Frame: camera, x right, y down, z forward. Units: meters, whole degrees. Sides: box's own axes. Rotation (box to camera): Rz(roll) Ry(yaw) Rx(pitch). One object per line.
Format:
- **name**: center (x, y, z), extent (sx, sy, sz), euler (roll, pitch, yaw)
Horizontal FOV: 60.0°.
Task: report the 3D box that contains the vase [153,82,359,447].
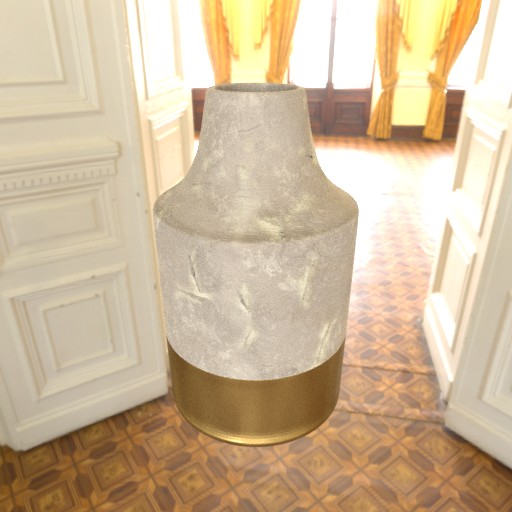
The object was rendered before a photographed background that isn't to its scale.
- **vase**: center (0.000, 0.000, 0.425), extent (0.184, 0.305, 0.184), euler (0, 27, 0)
